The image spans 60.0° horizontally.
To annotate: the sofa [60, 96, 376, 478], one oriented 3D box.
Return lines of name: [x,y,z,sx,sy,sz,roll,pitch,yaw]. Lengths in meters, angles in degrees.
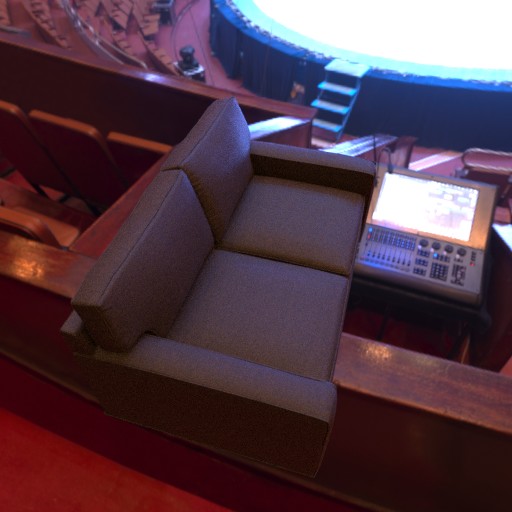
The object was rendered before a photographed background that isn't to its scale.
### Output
sofa: [0.000,0.000,2.107,0.974,0.887,1.534,12,47,11]
